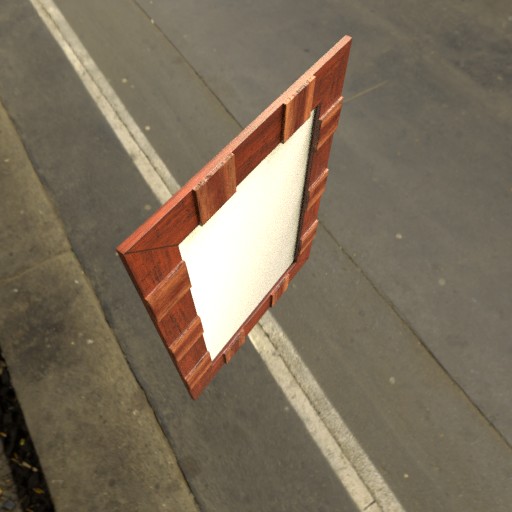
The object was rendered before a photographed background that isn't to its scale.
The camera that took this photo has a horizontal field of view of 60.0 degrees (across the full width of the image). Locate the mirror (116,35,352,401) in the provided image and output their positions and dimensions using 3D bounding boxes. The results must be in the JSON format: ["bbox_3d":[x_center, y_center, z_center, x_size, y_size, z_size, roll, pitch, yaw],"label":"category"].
[{"bbox_3d":[0.000,0.000,1.057,0.021,0.805,0.600,32,64,18],"label":"mirror"}]
